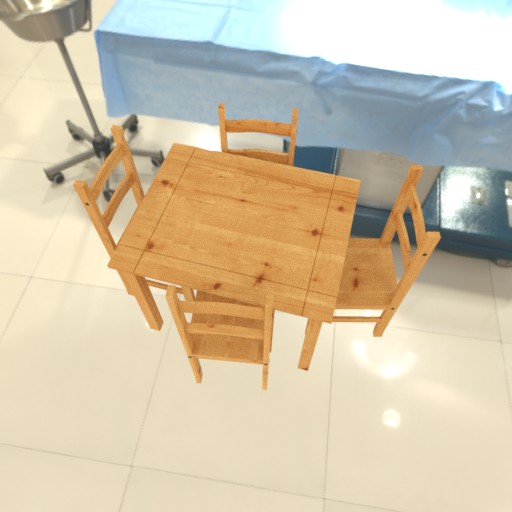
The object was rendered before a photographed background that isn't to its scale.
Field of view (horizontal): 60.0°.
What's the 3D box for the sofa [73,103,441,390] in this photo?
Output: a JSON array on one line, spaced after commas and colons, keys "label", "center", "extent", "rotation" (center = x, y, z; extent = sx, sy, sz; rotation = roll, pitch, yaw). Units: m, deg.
[{"label": "sofa", "center": [0.000, 0.000, 2.271], "extent": [1.529, 1.000, 1.144], "rotation": [13, 58, 8]}]
